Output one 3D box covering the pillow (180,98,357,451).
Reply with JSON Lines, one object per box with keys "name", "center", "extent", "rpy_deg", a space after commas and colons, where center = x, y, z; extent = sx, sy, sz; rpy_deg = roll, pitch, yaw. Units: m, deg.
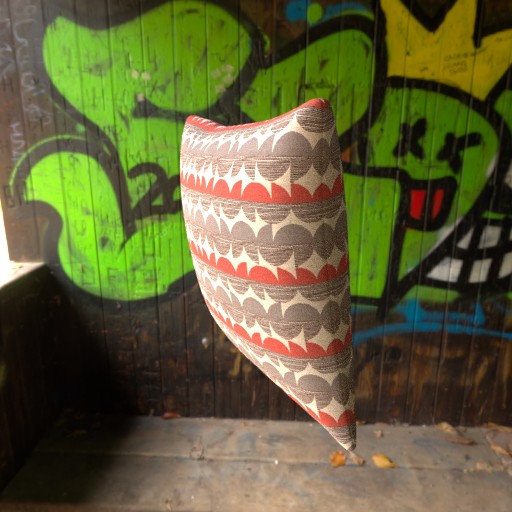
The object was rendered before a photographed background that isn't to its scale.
{"name": "pillow", "center": [0.000, 0.000, 0.650], "extent": [0.180, 0.410, 0.420], "rpy_deg": [-7, 17, -24]}
